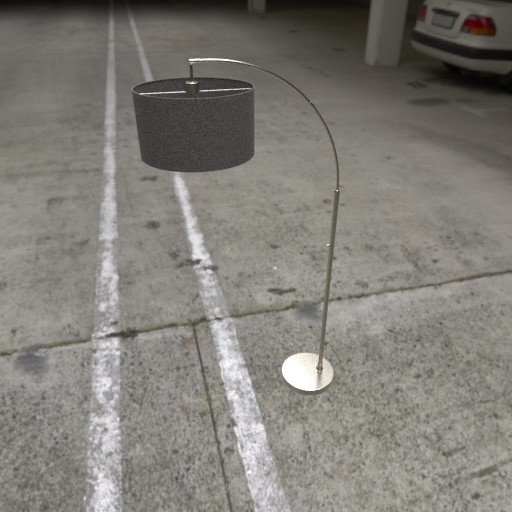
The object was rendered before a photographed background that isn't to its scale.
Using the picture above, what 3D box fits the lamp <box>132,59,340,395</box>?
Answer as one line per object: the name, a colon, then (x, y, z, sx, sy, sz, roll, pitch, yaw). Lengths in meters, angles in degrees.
lamp: (0.000, 0.000, 2.106, 0.934, 1.735, 0.452, -8, 31, -13)
